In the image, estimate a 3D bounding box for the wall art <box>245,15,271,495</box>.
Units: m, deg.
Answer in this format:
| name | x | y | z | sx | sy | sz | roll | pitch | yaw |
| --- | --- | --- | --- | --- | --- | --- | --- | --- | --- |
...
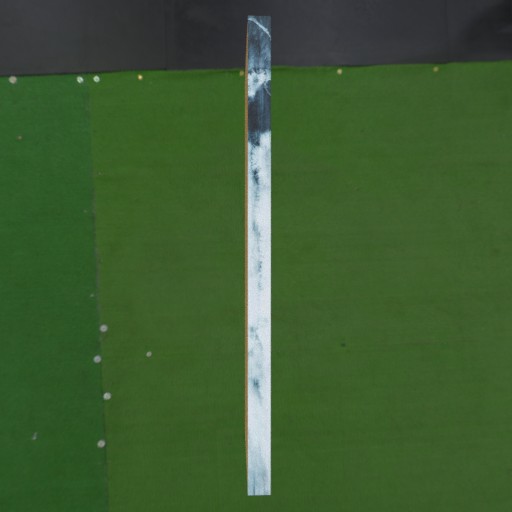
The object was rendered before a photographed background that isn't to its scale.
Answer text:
| name | x | y | z | sx | sy | sz | roll | pitch | yaw |
| --- | --- | --- | --- | --- | --- | --- | --- | --- | --- |
| wall art | 0.000 | 0.000 | 0.827 | 0.037 | 0.251 | 0.759 | 0 | 90 | -2 |
